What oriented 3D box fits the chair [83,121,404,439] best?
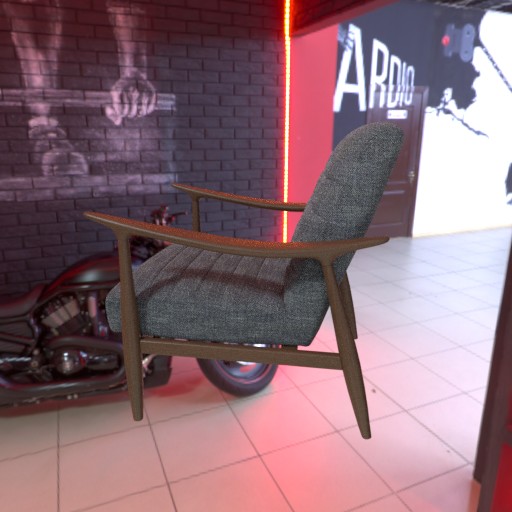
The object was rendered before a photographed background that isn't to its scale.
[{"bbox_3d":[0.000,0.000,1.449,0.798,0.832,0.741,2,16,9],"label":"chair"}]
